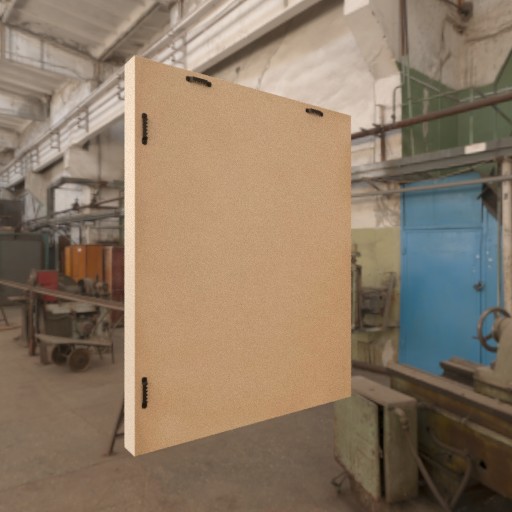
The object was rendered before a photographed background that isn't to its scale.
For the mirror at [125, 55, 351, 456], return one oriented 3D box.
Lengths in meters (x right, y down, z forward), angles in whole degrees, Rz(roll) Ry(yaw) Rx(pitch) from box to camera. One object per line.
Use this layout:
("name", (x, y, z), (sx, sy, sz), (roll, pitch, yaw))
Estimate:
("mirror", (0.000, 0.000, 0.694), (0.406, 0.509, 0.041), (0, 0, -36))
